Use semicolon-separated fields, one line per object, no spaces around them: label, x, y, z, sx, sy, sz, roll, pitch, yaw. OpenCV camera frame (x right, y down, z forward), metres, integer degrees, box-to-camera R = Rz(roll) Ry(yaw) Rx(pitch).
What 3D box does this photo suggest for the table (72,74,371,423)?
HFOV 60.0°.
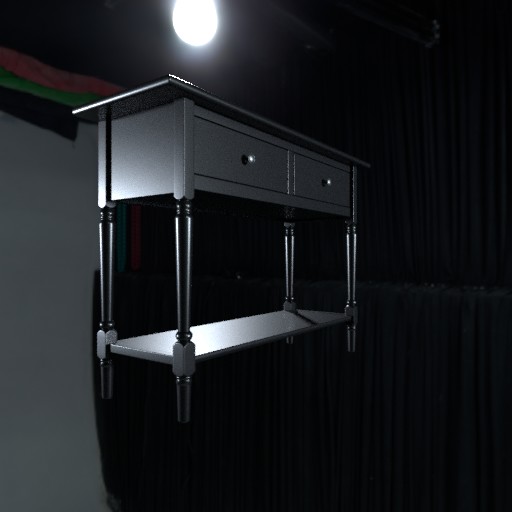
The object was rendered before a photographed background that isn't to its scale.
table;0.000;0.000;1.586;0.386;0.819;1.191;0;0;36
